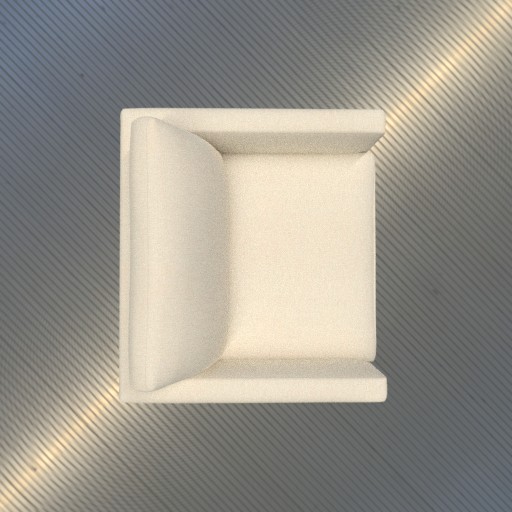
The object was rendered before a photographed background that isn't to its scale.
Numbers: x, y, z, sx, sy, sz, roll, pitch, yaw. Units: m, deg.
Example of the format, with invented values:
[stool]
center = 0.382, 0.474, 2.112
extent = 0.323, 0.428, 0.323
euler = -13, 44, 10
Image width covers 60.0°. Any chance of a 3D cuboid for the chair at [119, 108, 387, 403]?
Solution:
[chair]
center = 0.000, 0.000, 1.618
extent = 0.875, 0.806, 0.964
euler = 0, 89, -1
